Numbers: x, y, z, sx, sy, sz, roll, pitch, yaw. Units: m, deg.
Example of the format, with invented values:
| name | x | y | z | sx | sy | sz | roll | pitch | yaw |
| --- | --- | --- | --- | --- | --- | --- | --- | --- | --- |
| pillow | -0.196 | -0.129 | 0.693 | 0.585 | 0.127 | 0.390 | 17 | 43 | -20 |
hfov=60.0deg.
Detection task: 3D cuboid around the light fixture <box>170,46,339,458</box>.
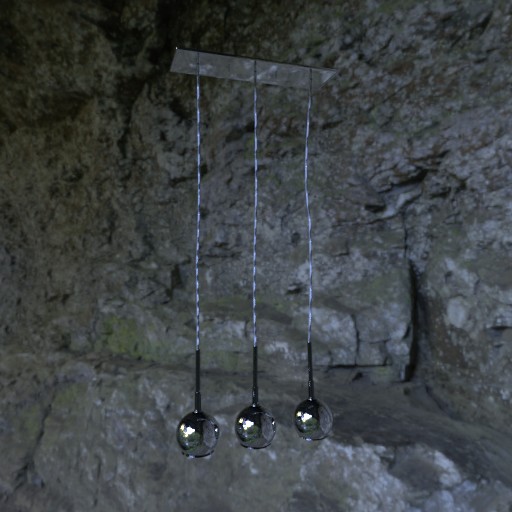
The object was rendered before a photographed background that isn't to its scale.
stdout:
| name | x | y | z | sx | sy | sz | roll | pitch | yaw |
| --- | --- | --- | --- | --- | --- | --- | --- | --- | --- |
| light fixture | 0.000 | 0.000 | 1.671 | 0.623 | 1.408 | 0.188 | 0 | 0 | -18 |
